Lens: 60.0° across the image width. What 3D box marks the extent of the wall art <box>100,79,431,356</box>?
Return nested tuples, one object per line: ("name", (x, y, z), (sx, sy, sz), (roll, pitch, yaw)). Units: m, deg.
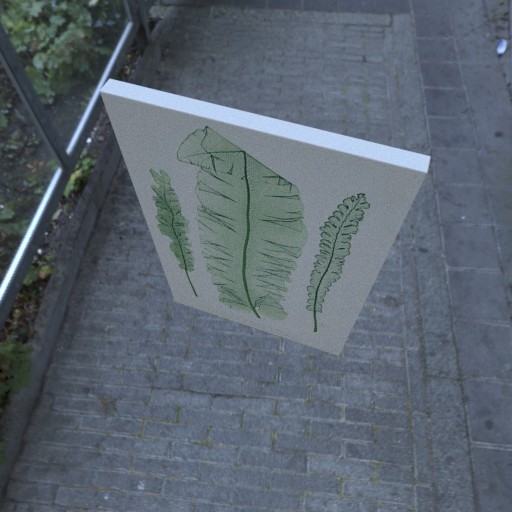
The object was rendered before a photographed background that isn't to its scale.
("wall art", (0.000, 0.000, 1.180), (0.610, 0.914, 0.038), (17, 60, 10))
